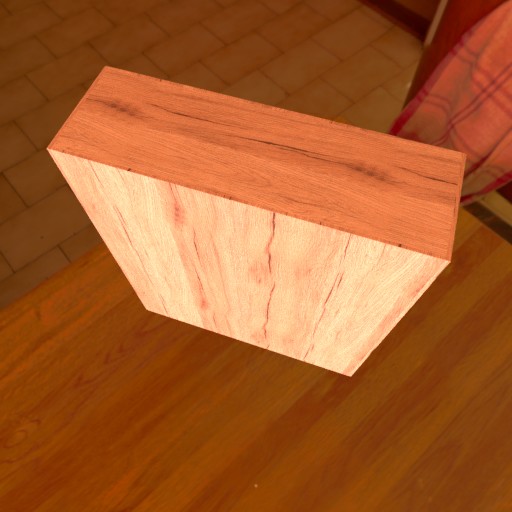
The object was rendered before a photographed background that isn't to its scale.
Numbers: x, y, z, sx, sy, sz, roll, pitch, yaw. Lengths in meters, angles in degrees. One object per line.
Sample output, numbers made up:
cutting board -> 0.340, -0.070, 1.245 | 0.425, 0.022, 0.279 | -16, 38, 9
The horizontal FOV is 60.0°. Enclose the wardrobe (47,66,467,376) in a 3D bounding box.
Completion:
wardrobe -> 0.000, 0.000, 2.921 | 1.810, 2.070, 0.580 | 17, 64, 8
